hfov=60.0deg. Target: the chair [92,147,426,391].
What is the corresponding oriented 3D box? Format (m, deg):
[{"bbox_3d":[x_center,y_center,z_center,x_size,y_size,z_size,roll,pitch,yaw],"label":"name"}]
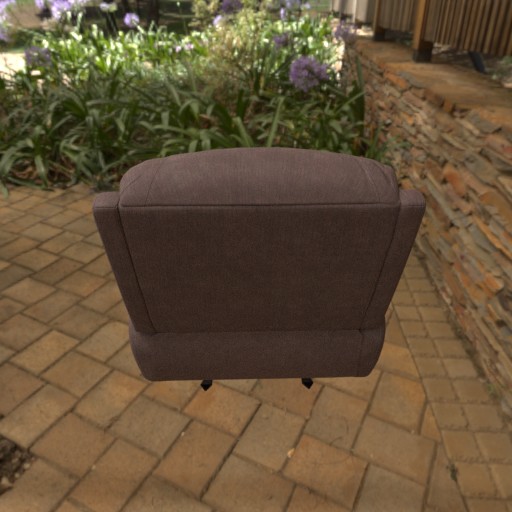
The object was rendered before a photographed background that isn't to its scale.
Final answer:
[{"bbox_3d":[0.000,0.000,1.706,0.930,1.011,0.899,-1,29,-1],"label":"chair"}]
